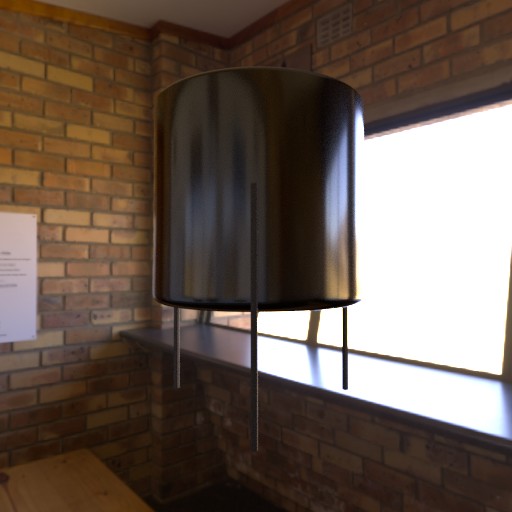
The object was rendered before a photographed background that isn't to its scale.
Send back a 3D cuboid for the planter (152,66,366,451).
[{"bbox_3d":[0.000,0.000,0.648,0.310,0.432,0.310,0,-1,17],"label":"planter"}]
